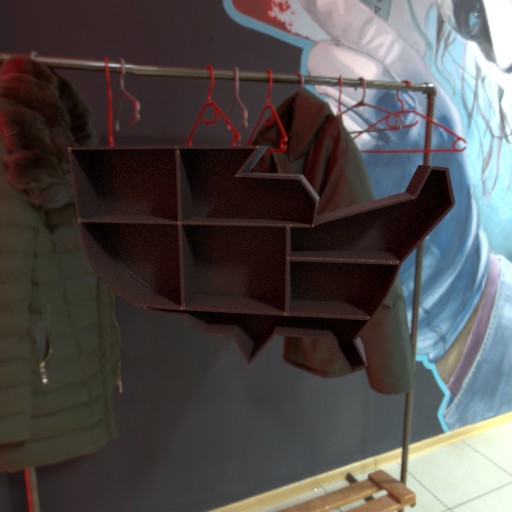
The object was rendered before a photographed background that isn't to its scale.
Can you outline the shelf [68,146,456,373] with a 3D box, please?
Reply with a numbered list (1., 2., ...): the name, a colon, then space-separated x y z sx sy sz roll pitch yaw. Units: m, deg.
1. shelf: 0.000 0.000 0.915 0.729 0.439 0.112 2 13 9
